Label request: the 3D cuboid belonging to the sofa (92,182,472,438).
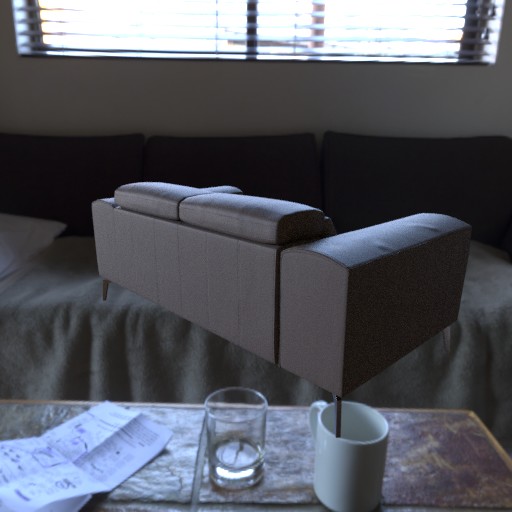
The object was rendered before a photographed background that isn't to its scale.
[{"bbox_3d":[0.000,0.000,2.422,1.003,0.779,1.895,-15,21,-42],"label":"sofa"}]
